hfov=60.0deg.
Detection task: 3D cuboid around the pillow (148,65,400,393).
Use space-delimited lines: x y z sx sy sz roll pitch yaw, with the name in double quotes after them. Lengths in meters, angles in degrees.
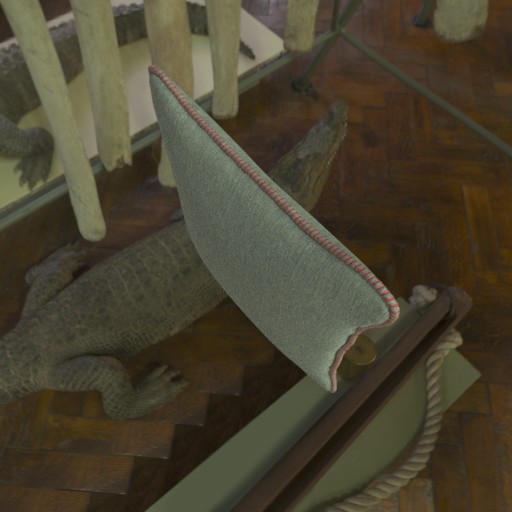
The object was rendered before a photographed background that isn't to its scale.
0.000 0.000 0.755 0.124 0.491 0.482 -36 68 -17 "pillow"
